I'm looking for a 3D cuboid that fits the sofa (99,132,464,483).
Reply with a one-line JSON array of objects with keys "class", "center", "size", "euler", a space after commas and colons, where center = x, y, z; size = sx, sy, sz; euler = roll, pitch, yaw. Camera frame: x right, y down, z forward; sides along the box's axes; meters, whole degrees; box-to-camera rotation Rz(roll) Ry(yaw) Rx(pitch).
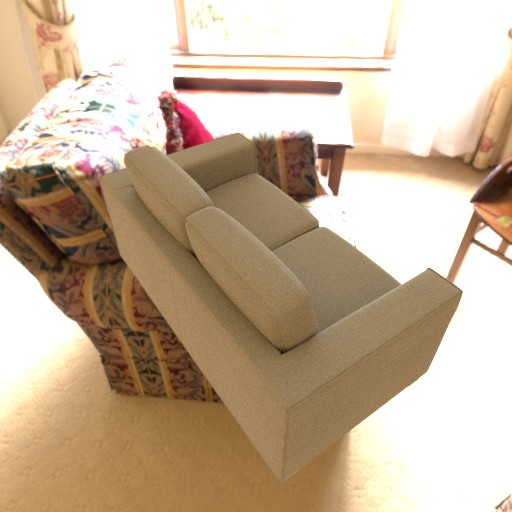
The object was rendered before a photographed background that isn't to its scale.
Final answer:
[{"class": "sofa", "center": [0.000, 0.000, 2.413], "size": [1.007, 0.924, 1.812], "euler": [-25, 48, -25]}]
